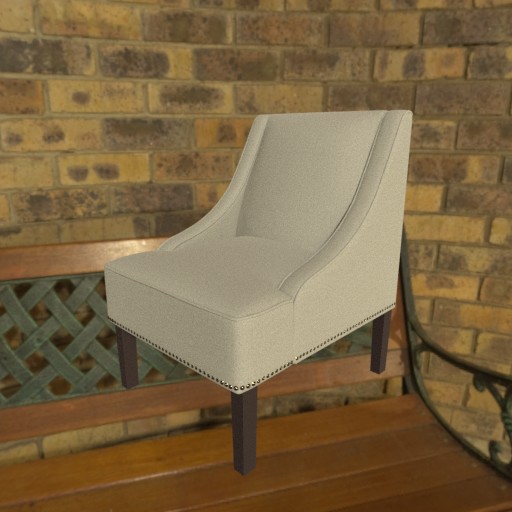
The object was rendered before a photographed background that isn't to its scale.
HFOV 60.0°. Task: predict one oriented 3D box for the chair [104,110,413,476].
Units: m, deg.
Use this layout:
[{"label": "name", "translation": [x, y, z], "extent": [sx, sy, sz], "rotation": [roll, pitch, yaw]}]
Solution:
[{"label": "chair", "translation": [0.000, 0.000, 1.370], "extent": [0.610, 0.864, 0.737], "rotation": [15, 21, 42]}]
